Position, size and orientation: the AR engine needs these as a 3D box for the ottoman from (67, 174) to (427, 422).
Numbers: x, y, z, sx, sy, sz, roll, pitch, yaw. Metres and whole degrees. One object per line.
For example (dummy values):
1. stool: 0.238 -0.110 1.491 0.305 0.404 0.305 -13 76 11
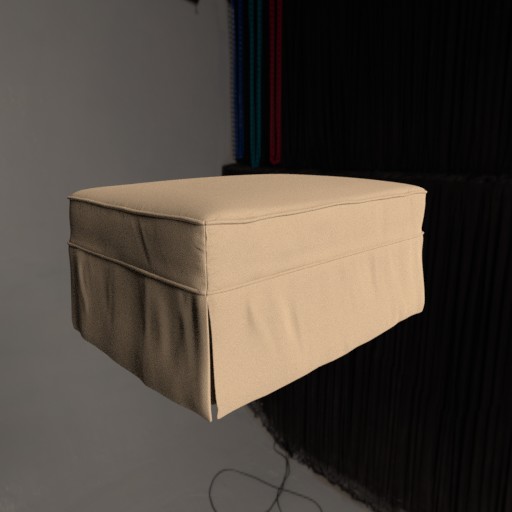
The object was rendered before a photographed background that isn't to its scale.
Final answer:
1. ottoman: 0.000 0.000 1.369 0.959 0.482 0.721 -13 19 -43
